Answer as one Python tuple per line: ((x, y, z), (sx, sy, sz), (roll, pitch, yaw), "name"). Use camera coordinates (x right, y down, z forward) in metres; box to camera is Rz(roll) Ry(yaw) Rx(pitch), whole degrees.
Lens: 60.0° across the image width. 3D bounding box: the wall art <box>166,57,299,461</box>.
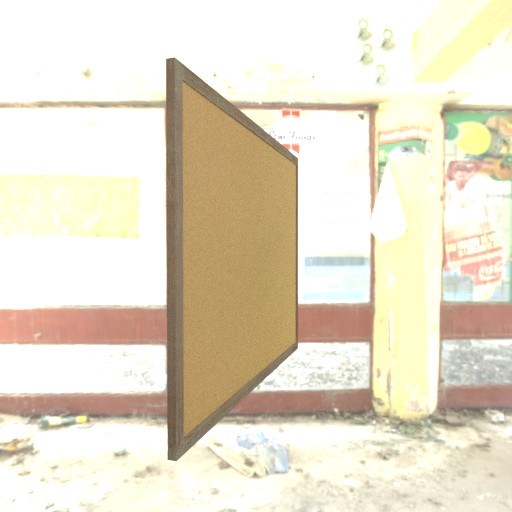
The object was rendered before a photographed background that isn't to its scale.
((0.000, 0.000, 1.330), (0.019, 0.774, 1.012), (0, 1, 19), "wall art")
